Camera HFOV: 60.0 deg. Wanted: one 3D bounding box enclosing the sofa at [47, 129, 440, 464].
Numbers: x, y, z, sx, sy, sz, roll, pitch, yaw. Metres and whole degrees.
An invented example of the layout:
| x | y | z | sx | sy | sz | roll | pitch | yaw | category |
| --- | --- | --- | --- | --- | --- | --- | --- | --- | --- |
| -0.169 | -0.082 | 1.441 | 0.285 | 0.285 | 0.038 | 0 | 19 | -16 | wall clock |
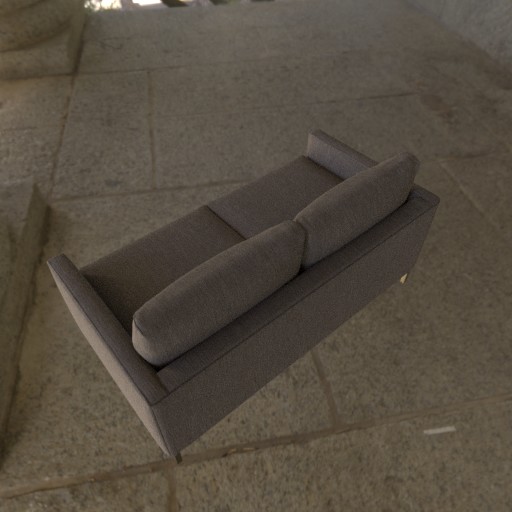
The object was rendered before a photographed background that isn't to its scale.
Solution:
| x | y | z | sx | sy | sz | roll | pitch | yaw | category |
| --- | --- | --- | --- | --- | --- | --- | --- | --- | --- |
| 0.000 | 0.000 | 2.179 | 1.682 | 0.840 | 0.875 | -31 | 54 | -26 | sofa |
